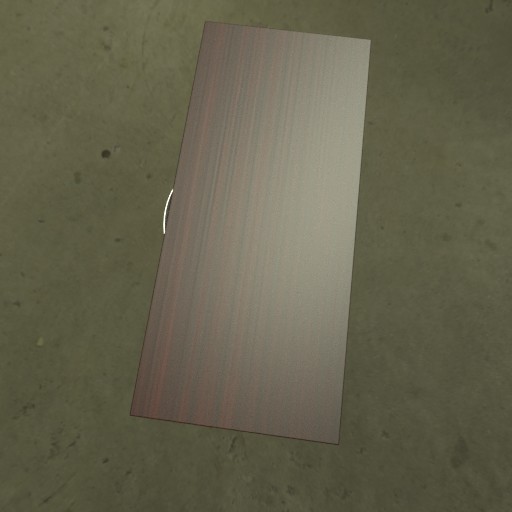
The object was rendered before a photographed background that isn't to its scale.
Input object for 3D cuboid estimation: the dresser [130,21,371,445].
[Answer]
[{"bbox_3d":[0.000,0.000,1.135,0.360,0.720,0.750,7,76,2],"label":"dresser"}]
